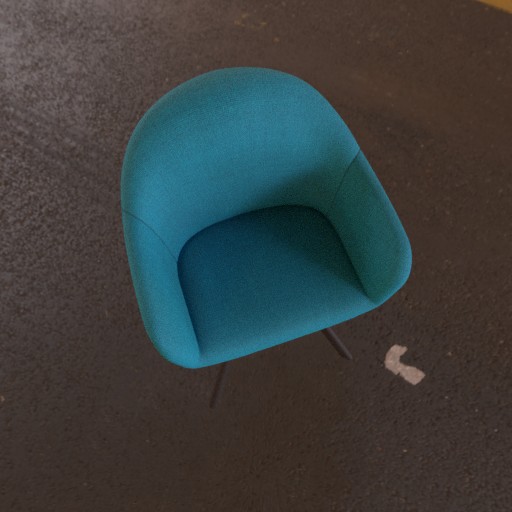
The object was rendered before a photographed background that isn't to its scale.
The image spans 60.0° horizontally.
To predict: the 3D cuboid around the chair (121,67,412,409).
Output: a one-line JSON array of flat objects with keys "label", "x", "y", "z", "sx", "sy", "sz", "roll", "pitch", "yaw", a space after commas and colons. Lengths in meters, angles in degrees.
[{"label": "chair", "x": 0.000, "y": 0.000, "z": 1.182, "sx": 0.590, "sy": 0.795, "sz": 0.550, "roll": -17, "pitch": 65, "yaw": -8}]
